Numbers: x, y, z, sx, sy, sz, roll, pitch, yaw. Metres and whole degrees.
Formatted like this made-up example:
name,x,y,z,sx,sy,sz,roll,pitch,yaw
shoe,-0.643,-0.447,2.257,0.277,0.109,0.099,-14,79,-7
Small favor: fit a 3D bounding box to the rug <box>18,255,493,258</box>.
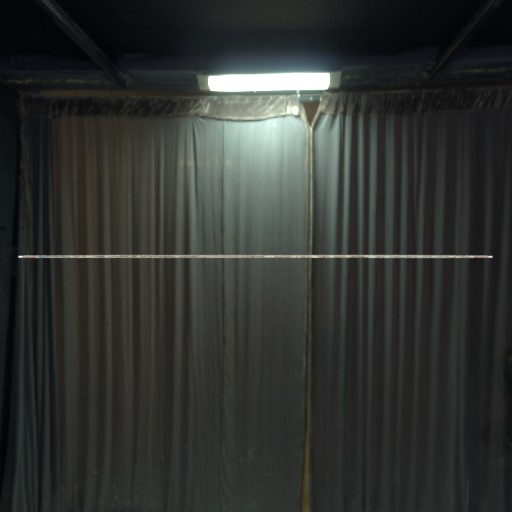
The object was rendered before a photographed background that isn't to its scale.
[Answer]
name,x,y,z,sx,sy,sz,roll,pitch,yaw
rug,0.000,0.000,2.489,2.029,0.010,1.237,0,0,2
